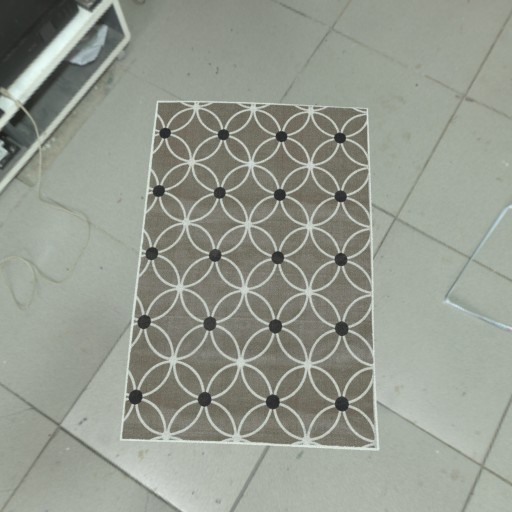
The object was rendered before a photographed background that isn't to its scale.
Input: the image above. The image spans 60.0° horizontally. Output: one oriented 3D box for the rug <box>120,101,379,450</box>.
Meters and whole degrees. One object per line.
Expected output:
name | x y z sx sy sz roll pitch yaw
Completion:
rug | 0.000 0.000 2.880 1.522 0.008 2.284 2 74 1
